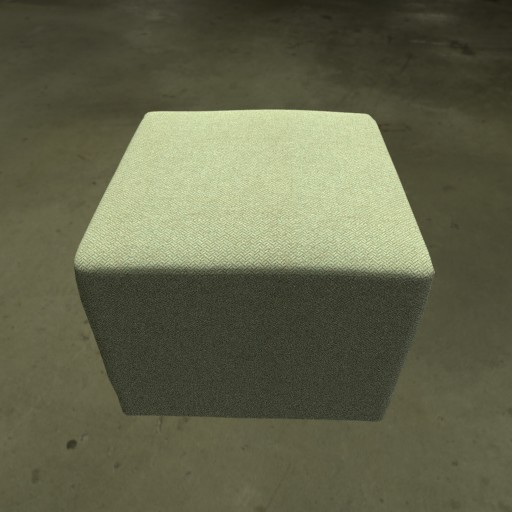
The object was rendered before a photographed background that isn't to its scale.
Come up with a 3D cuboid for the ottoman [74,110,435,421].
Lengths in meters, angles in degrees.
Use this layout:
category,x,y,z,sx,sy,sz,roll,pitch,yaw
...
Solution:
category,x,y,z,sx,sy,sz,roll,pitch,yaw
ottoman,0.000,0.000,0.912,0.512,0.453,0.521,1,42,1
